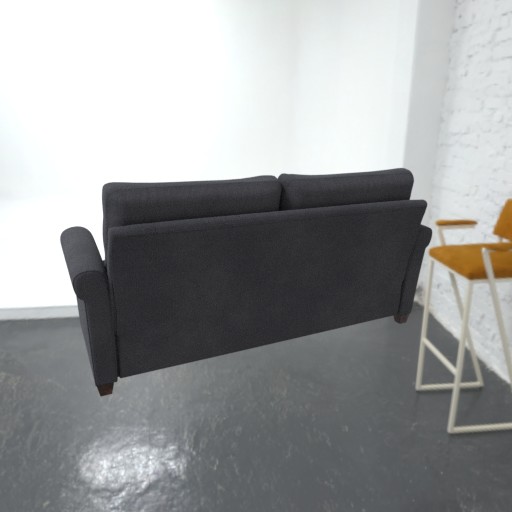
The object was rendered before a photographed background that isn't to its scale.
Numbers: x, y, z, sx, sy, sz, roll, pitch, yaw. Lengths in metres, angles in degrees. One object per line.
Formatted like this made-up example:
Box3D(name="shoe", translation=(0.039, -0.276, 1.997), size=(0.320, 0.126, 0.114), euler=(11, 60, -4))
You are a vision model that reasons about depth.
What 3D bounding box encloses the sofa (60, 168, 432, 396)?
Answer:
Box3D(name="sofa", translation=(0.000, 0.000, 2.454), size=(1.935, 0.942, 0.842), euler=(-8, 18, -25))
